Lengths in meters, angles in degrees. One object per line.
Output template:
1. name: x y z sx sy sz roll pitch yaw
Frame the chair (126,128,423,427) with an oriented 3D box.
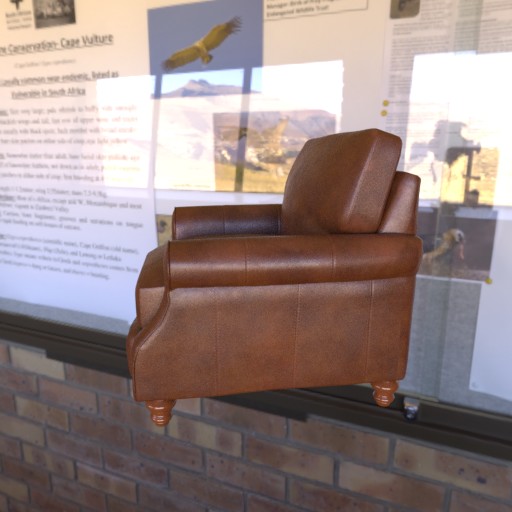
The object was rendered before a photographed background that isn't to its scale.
1. chair: 0.000 0.000 1.794 0.992 0.972 0.989 -2 14 -8
